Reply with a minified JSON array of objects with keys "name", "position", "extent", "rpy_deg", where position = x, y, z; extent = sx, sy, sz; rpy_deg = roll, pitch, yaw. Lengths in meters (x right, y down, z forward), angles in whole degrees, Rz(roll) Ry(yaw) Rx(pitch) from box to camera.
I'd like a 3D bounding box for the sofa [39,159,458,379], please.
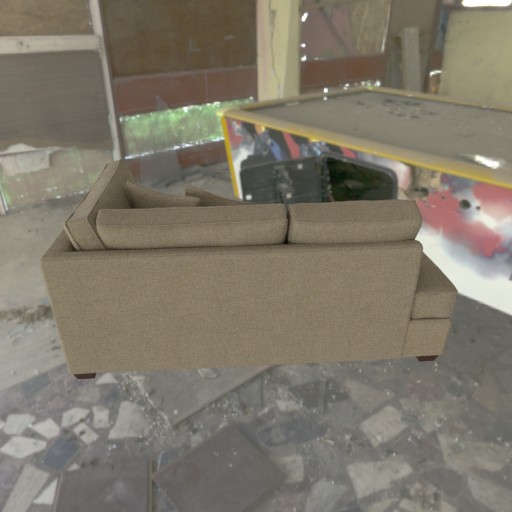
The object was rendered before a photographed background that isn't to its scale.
[{"name":"sofa","position":[0.000,0.000,2.870],"extent":[2.238,1.019,1.110],"rpy_deg":[-2,29,-4]}]
